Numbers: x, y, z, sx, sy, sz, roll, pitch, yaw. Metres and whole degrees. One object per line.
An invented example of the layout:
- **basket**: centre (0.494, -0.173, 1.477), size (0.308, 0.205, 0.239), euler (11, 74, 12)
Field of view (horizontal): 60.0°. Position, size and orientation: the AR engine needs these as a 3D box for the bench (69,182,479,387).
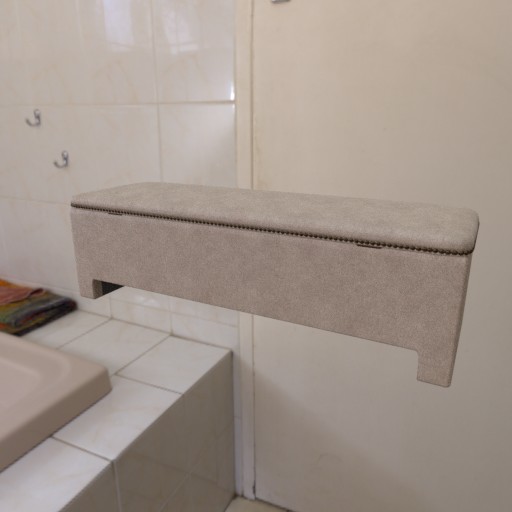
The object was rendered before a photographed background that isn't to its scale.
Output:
- **bench**: centre (0.000, 0.000, 1.694), size (1.482, 0.447, 0.470), euler (9, 19, 26)
